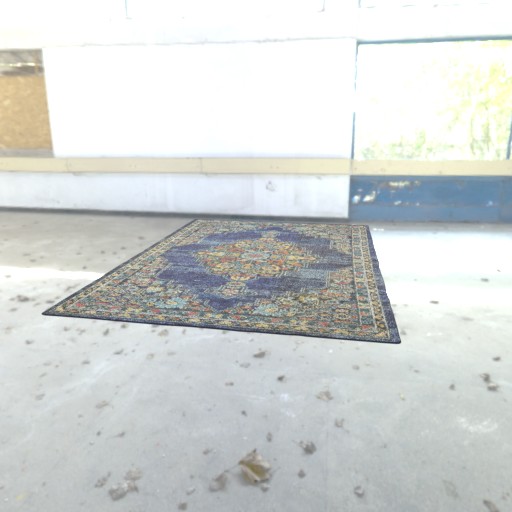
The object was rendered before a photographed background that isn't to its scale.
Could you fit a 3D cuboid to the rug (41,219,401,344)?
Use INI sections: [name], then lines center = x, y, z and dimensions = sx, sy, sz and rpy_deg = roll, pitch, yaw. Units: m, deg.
[rug]
center = 0.000, 0.000, 3.811
dimensions = 2.053, 0.011, 2.940
rpy_deg = 3, 16, 10
